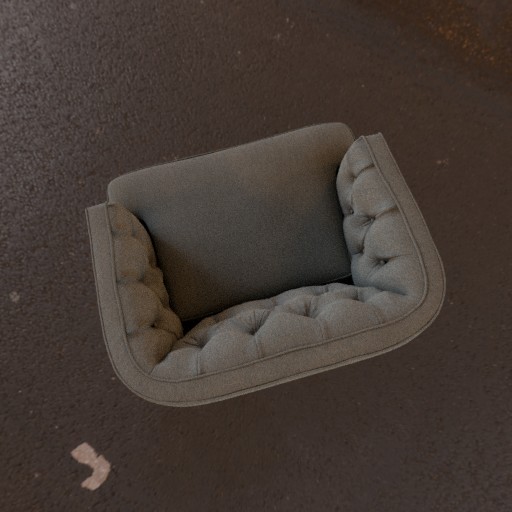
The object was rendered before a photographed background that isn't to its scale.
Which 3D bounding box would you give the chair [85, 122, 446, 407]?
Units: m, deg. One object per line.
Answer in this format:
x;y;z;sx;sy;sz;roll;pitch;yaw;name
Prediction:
0.000;0.000;1.739;1.094;0.852;0.945;-15;77;-4;chair
